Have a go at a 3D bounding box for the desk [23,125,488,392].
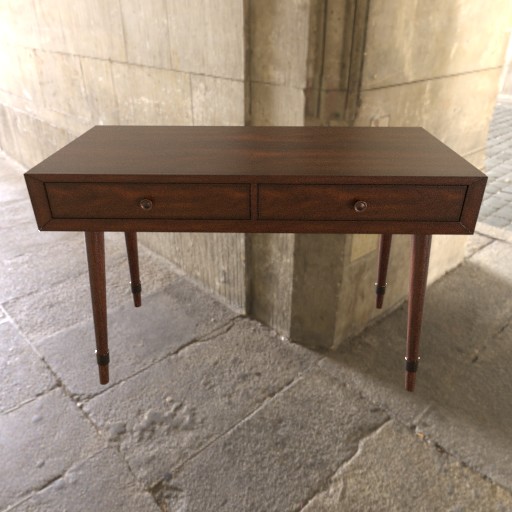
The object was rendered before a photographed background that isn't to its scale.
[{"bbox_3d":[0.000,0.000,2.071,1.577,1.031,0.734,1,29,1],"label":"desk"}]
